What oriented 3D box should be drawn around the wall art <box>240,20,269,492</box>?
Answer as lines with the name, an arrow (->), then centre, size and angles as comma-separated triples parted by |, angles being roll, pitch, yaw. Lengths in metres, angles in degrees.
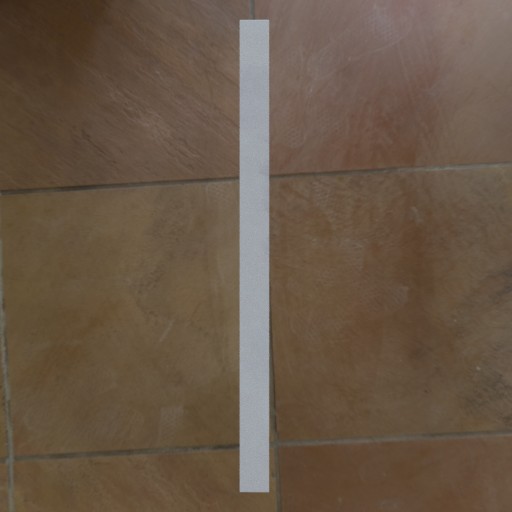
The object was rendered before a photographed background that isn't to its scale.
wall art -> 0.000, 0.000, 0.775 | 0.038, 0.407, 0.609 | 0, 90, 1
